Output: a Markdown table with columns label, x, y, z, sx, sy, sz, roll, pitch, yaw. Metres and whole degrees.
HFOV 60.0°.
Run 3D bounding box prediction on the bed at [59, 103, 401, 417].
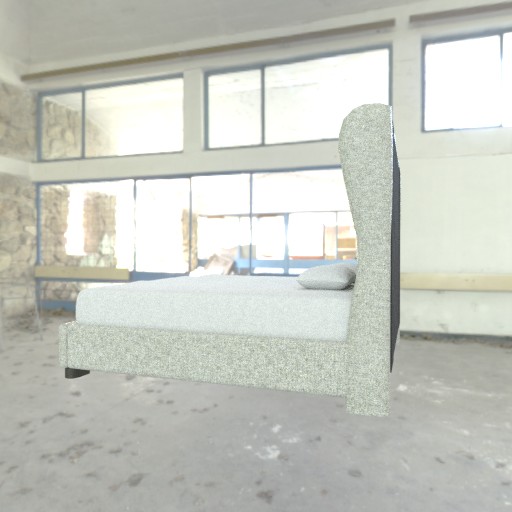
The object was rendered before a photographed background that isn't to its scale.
| label | x | y | z | sx | sy | sz | roll | pitch | yaw |
| --- | --- | --- | --- | --- | --- | --- | --- | --- | --- |
| bed | 0.000 | 0.000 | 3.851 | 2.347 | 1.771 | 2.219 | 0 | 0 | 19 |
